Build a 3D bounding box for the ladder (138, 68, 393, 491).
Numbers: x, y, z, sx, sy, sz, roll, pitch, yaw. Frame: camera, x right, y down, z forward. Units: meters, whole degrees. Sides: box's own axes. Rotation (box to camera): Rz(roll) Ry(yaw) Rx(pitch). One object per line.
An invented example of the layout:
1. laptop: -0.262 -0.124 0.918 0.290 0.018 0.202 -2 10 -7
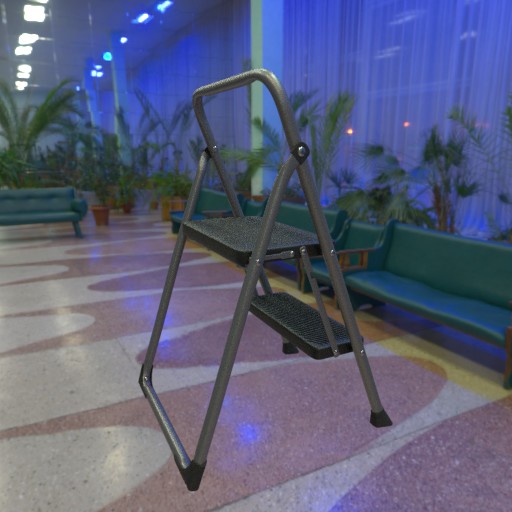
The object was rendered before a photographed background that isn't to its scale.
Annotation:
1. ladder: 0.000 0.000 0.973 0.472 0.720 0.430 -7 15 -26
